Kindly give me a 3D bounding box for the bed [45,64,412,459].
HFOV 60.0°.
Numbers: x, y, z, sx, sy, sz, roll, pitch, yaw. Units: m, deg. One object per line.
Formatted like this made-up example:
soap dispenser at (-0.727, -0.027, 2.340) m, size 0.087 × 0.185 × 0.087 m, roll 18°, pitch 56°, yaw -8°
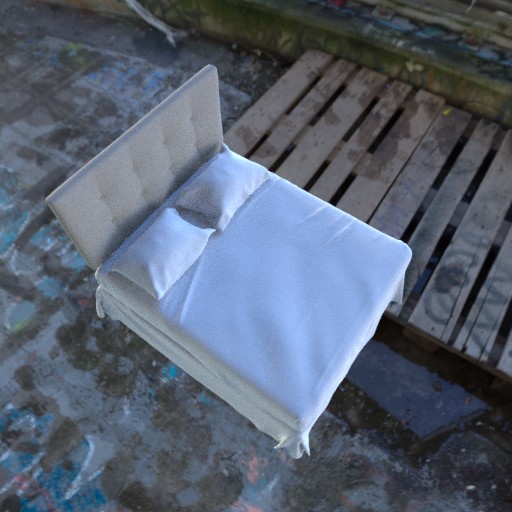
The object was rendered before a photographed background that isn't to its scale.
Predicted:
bed at (0.000, 0.000, 3.423) m, size 2.222 × 1.577 × 1.936 m, roll 32°, pitch 64°, yaw 17°
